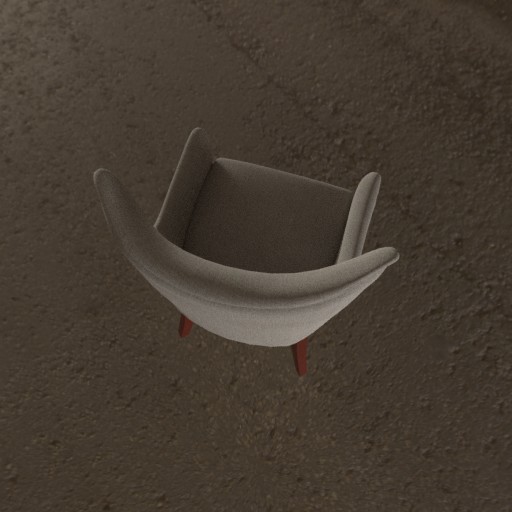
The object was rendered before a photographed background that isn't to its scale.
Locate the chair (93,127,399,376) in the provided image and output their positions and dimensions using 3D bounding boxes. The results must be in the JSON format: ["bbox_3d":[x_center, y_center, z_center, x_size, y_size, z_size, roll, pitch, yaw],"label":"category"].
[{"bbox_3d":[0.000,0.000,1.470,0.732,0.948,0.677,16,65,8],"label":"chair"}]
